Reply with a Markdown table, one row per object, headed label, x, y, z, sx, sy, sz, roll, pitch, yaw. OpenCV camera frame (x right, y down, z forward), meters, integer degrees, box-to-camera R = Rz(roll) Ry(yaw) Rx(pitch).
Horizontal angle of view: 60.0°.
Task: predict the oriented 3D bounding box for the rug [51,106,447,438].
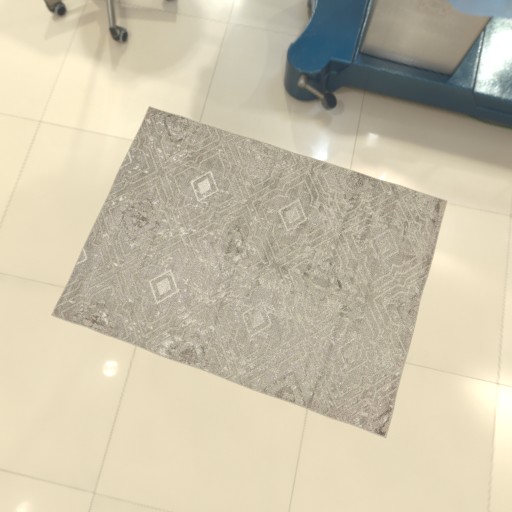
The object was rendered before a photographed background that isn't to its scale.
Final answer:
| label | x | y | z | sx | sy | sz | roll | pitch | yaw |
| --- | --- | --- | --- | --- | --- | --- | --- | --- | --- |
| rug | 0.000 | 0.000 | 4.440 | 3.359 | 0.020 | 2.448 | 19 | 76 | 5 |
